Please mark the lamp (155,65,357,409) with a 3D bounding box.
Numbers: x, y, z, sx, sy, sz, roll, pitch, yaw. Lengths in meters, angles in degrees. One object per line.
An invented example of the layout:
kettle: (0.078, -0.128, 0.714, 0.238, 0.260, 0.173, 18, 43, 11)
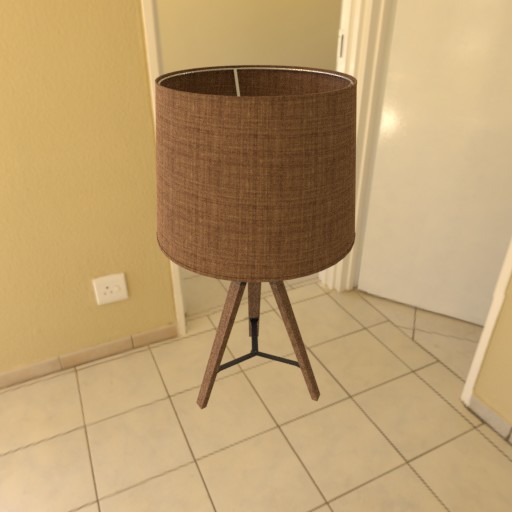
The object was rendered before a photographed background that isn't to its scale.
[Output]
lamp: (0.000, 0.000, 0.682, 0.290, 0.514, 0.290, 0, 30, 0)
